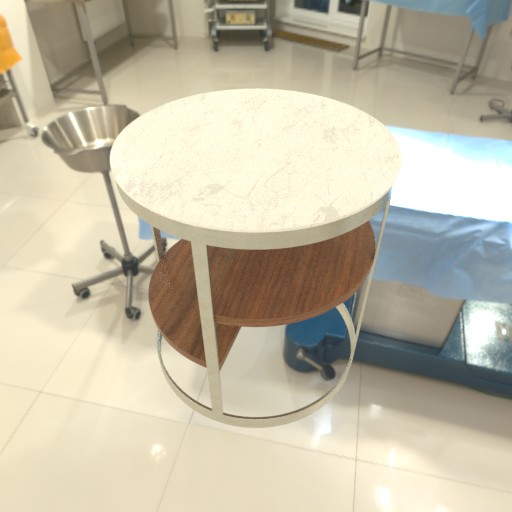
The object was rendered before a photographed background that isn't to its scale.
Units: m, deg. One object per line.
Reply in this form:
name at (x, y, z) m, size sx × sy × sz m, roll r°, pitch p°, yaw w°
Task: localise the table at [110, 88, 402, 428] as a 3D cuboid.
table at (0.000, 0.000, 0.779) m, size 0.407 × 0.447 × 0.407 m, roll 0°, pitch 41°, yaw 0°
